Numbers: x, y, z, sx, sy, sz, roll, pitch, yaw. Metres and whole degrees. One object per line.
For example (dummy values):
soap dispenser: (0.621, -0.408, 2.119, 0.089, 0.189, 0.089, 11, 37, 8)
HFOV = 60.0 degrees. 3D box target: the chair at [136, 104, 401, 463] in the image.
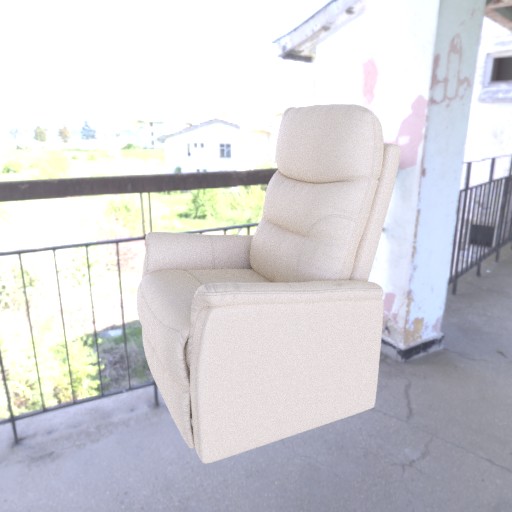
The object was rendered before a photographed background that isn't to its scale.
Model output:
chair: (0.000, 0.000, 1.655, 0.831, 1.082, 0.775, -8, 18, -25)
